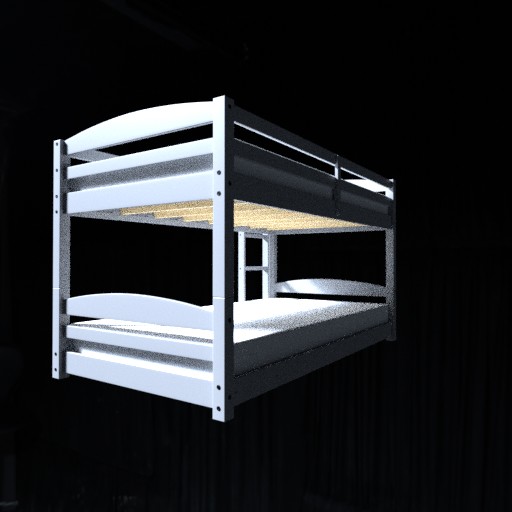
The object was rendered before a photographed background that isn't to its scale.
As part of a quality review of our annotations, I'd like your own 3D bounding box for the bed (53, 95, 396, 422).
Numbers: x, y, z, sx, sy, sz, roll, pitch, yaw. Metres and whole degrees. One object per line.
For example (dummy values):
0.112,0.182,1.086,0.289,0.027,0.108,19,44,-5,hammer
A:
0.000,0.000,2.715,1.105,1.206,2.013,0,-1,34,bed
